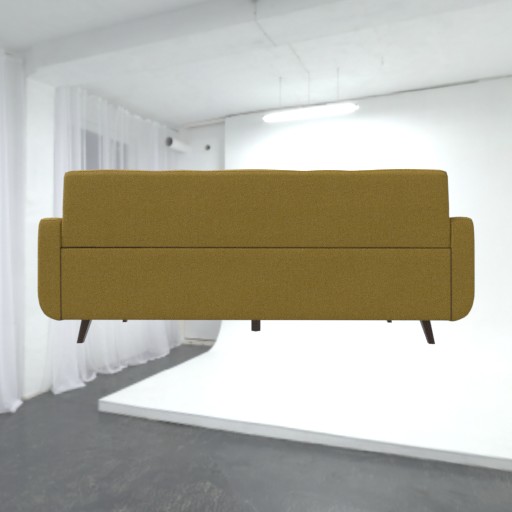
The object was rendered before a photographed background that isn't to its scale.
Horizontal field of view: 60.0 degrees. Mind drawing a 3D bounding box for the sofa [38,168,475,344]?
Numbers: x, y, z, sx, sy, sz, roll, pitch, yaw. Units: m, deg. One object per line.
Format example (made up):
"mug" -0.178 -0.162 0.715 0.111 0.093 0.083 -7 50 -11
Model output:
"sofa" 0.000 0.000 2.496 2.029 0.841 0.909 0 0 1
